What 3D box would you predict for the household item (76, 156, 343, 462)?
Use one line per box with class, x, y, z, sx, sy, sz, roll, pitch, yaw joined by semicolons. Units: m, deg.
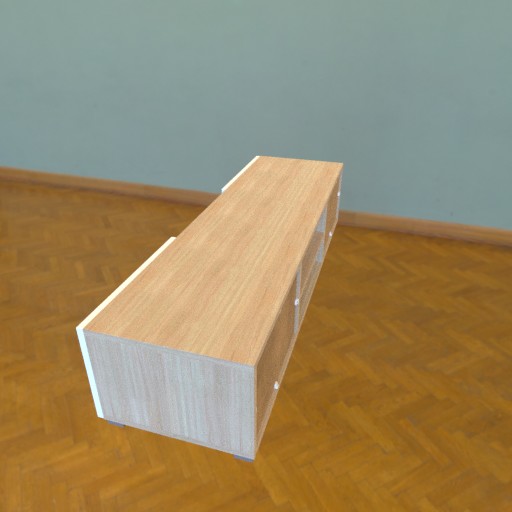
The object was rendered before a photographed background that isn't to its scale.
household item;0.000;0.000;1.601;0.420;0.310;1.400;8;30;15
